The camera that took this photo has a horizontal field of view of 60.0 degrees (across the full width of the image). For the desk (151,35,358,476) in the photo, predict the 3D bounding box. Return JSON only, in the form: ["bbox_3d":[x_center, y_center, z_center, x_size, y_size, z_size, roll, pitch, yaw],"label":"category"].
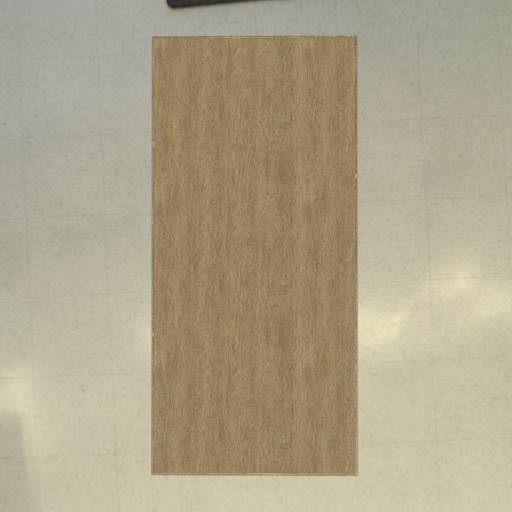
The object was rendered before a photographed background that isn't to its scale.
[{"bbox_3d":[0.000,0.000,1.751,0.610,0.912,1.289,0,90,1],"label":"desk"}]
